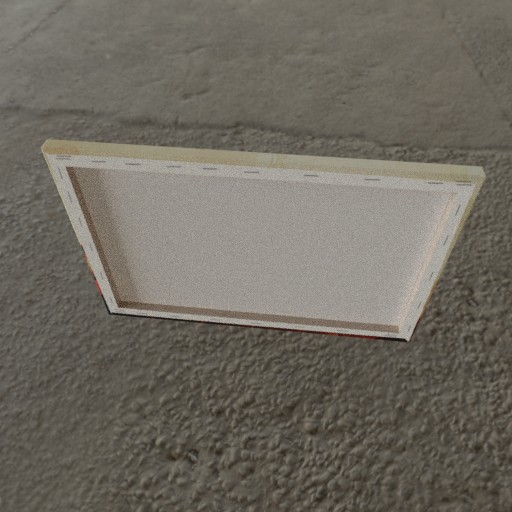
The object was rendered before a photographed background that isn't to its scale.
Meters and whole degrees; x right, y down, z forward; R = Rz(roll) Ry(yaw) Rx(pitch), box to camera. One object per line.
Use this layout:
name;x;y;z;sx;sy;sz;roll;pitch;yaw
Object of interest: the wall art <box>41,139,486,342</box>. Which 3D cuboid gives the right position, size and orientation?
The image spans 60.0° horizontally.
wall art;0.000;0.000;1.138;0.918;0.602;0.038;5;47;4
